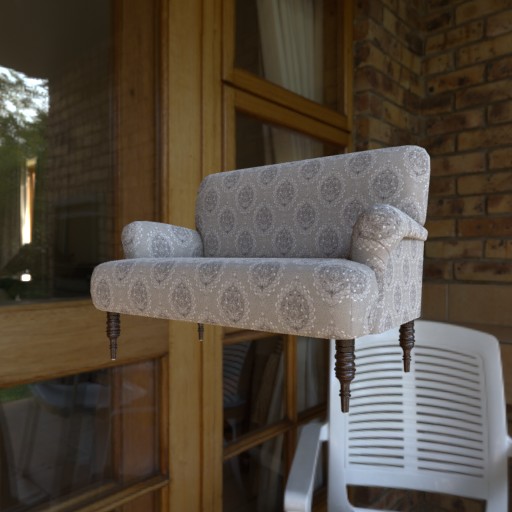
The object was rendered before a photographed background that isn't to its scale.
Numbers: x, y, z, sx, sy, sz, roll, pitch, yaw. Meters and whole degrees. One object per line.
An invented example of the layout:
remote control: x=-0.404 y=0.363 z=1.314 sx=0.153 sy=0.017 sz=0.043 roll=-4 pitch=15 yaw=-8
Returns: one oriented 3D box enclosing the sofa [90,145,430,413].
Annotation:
sofa: x=0.000 y=0.000 z=1.821 sx=1.297 sy=0.889 sz=0.779 roll=0 pitch=0 yaw=37
